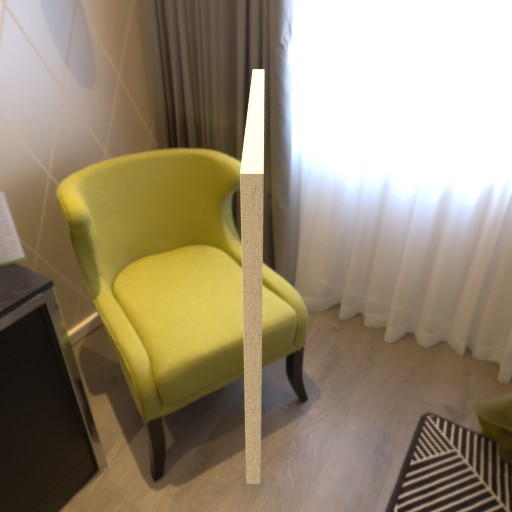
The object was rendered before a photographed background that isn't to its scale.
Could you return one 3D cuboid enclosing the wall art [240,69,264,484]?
[{"bbox_3d":[0.000,0.000,1.517,0.045,1.016,1.016,1,33,1],"label":"wall art"}]
